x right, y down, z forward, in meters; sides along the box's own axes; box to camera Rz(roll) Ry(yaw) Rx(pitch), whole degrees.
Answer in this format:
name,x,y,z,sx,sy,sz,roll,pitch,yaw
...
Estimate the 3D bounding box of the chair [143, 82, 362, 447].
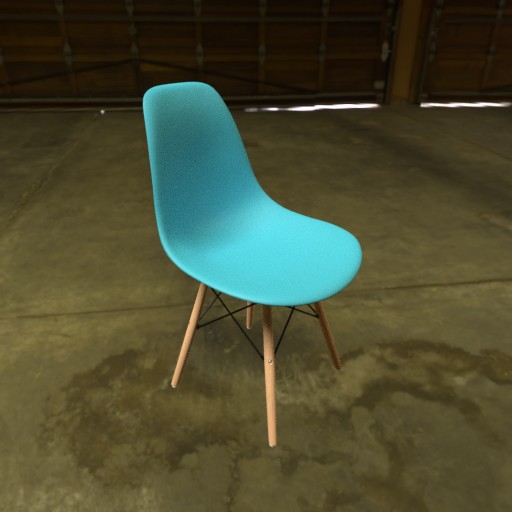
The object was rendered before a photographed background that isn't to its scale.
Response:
name,x,y,z,sx,sy,sz,roll,pitch,yaw
chair,0.000,0.000,1.178,0.531,0.826,0.470,19,33,32
